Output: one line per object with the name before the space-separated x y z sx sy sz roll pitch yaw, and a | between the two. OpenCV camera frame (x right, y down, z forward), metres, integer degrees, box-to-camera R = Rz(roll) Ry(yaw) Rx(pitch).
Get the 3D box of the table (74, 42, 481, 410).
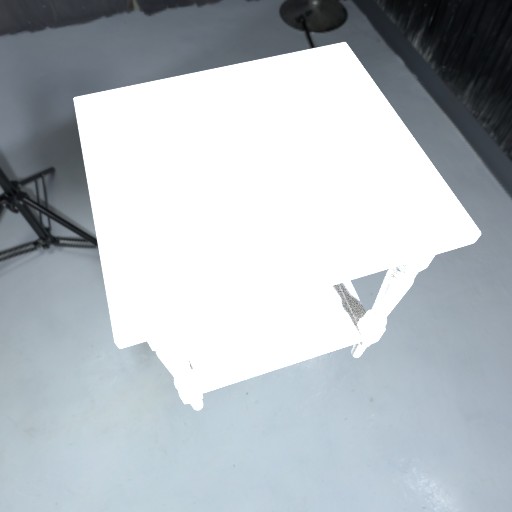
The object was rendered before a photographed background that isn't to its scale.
table | 0.000 0.000 0.897 0.488 0.565 0.442 -16 60 -9
